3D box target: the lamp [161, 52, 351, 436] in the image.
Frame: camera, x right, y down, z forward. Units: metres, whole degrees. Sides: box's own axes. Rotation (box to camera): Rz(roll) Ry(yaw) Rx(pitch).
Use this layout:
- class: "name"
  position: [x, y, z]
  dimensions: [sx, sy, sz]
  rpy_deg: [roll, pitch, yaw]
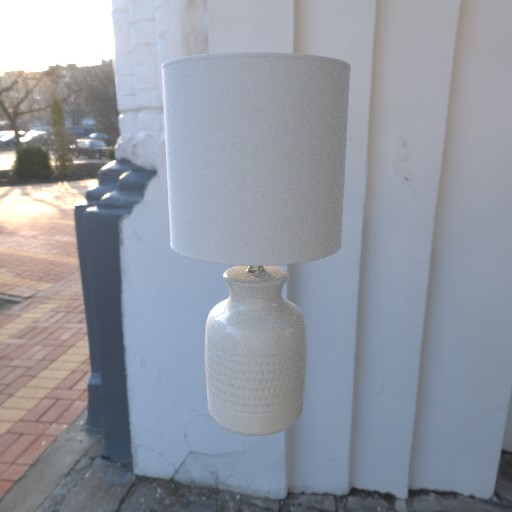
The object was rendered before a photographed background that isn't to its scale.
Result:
- class: "lamp"
  position: [0.000, 0.000, 0.499]
  dimensions: [0.188, 0.392, 0.188]
  rpy_deg: [8, 17, 26]
